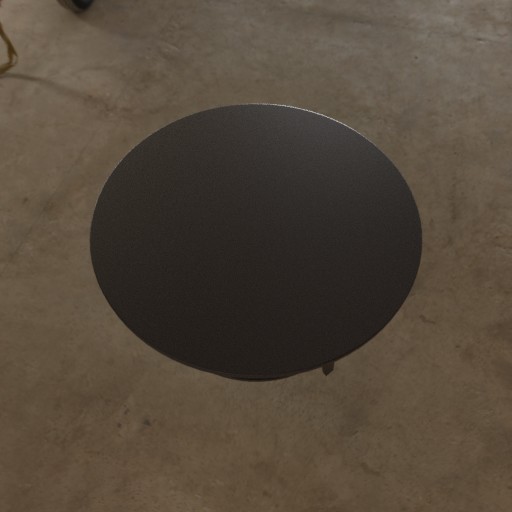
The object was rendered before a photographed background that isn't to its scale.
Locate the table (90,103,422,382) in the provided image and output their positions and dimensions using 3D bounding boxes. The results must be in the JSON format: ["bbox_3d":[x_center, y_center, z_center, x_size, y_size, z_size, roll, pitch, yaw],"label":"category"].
[{"bbox_3d":[0.000,0.000,1.433,0.914,0.457,0.914,0,58,0],"label":"table"}]
